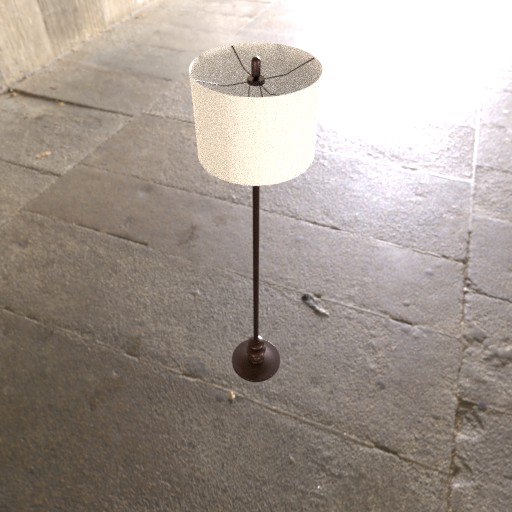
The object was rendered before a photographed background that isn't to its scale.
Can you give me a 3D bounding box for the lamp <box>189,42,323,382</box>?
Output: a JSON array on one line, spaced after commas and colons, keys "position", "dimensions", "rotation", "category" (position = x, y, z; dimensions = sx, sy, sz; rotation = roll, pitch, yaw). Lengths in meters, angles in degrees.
[{"position": [0.000, 0.000, 1.692], "dimensions": [0.356, 1.487, 0.356], "rotation": [-17, 48, -16], "category": "lamp"}]
